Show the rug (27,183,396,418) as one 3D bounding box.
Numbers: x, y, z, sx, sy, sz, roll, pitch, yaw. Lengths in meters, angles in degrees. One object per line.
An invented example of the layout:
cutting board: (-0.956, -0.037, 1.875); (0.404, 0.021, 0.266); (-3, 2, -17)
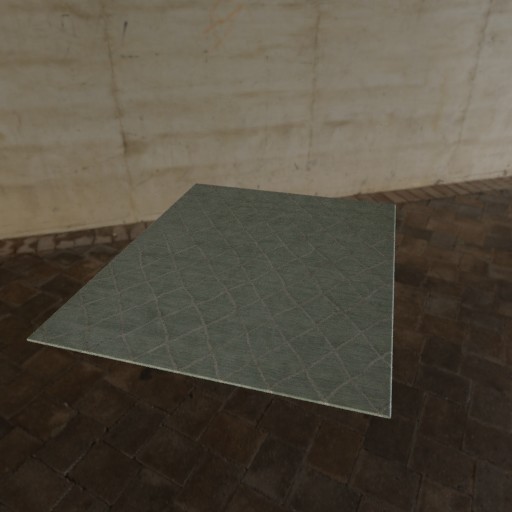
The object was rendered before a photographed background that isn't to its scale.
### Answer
rug: (0.000, 0.000, 4.024); (2.420, 0.019, 3.039); (8, 31, 13)
